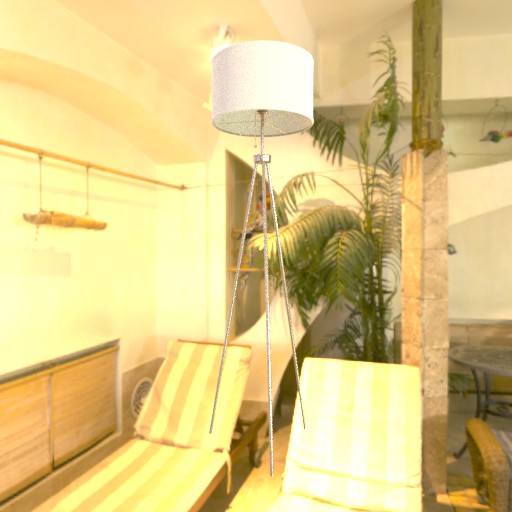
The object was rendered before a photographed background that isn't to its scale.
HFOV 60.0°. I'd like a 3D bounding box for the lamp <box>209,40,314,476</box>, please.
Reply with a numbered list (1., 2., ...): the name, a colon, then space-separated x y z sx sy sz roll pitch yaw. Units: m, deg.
1. lamp: 0.000 0.000 1.796 0.458 1.545 0.448 0 1 18
